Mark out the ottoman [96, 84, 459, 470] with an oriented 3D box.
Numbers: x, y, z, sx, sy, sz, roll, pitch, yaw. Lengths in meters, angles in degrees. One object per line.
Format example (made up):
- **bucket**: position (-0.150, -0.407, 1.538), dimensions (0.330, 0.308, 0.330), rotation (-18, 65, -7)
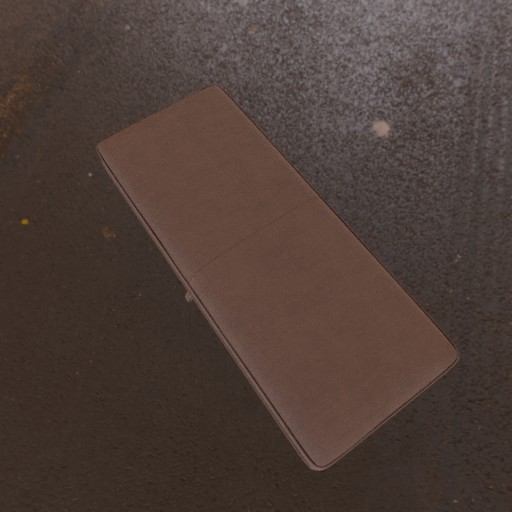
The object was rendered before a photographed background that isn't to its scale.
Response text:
- **ottoman**: position (0.000, 0.000, 2.062), dimensions (0.751, 0.470, 1.764), rotation (-32, 69, -14)
